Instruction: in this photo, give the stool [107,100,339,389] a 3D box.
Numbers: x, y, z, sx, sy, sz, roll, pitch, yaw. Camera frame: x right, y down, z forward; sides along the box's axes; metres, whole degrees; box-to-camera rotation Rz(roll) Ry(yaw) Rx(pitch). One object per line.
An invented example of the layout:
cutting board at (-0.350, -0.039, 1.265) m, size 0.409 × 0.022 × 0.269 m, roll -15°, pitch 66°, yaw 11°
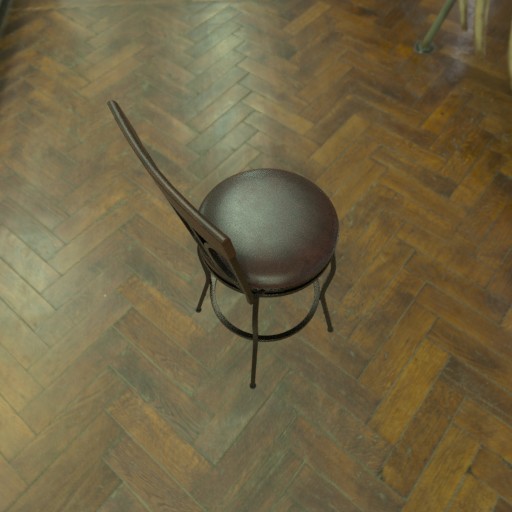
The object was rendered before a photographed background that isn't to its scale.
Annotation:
stool at (0.000, 0.000, 1.413) m, size 0.513 × 1.130 × 0.448 m, roll -32°, pitch 64°, yaw -18°
